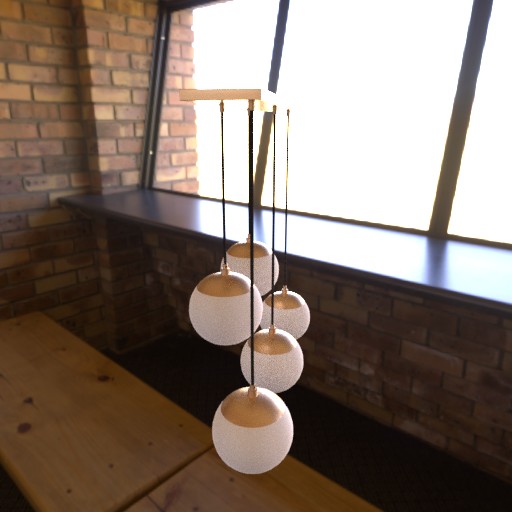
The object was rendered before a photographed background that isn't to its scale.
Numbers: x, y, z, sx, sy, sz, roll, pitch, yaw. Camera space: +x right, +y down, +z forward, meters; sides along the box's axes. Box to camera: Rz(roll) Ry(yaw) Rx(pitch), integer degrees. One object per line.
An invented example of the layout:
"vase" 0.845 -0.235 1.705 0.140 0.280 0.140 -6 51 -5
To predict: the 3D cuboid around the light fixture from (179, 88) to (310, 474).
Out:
"light fixture" 0.000 0.000 1.303 0.299 0.869 0.863 3 17 10
